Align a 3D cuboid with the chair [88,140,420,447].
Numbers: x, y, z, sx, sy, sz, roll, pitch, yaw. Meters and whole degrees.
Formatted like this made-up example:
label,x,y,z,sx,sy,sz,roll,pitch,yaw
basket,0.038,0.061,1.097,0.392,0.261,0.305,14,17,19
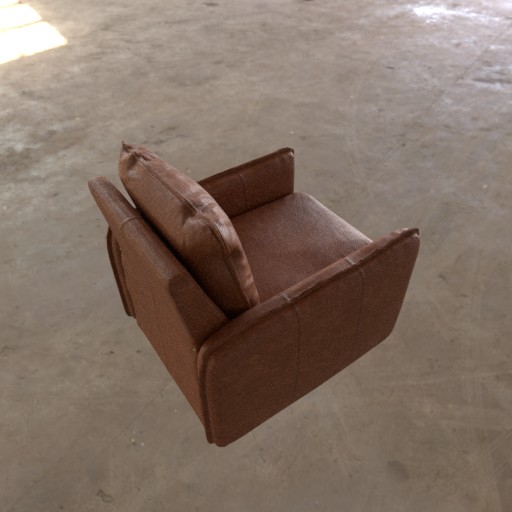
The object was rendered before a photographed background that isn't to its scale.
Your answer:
label,x,y,z,sx,sy,sz,roll,pitch,yaw
chair,0.000,0.000,1.659,0.922,0.922,0.830,-25,48,-25
